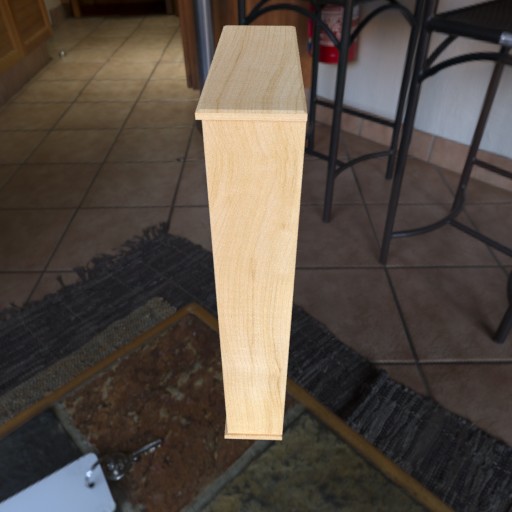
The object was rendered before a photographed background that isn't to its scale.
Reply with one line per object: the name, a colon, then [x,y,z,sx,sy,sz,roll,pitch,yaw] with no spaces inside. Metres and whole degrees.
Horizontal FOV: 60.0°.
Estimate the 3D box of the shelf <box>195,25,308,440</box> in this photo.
shelf: [0.000,0.000,1.213,0.175,1.030,0.520,1,41,1]
